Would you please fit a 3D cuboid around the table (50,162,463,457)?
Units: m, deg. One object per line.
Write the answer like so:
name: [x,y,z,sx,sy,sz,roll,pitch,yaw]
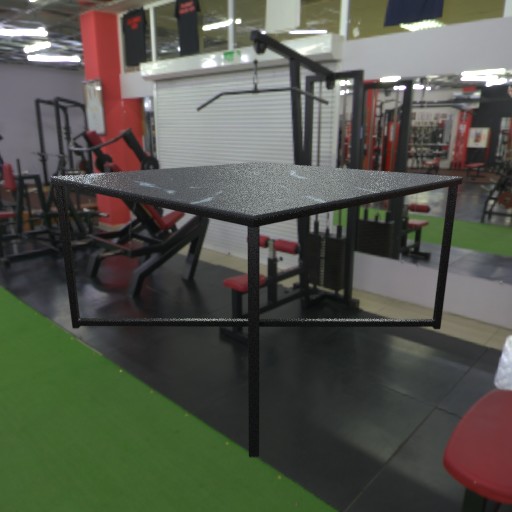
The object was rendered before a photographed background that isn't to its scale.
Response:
table: [0.000,0.000,1.274,0.800,0.450,0.800,-15,22,-43]
